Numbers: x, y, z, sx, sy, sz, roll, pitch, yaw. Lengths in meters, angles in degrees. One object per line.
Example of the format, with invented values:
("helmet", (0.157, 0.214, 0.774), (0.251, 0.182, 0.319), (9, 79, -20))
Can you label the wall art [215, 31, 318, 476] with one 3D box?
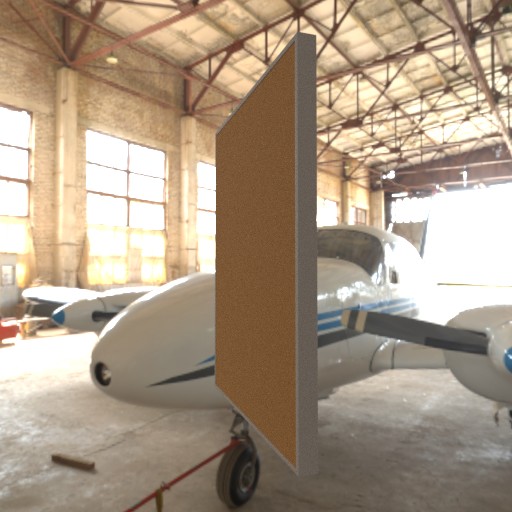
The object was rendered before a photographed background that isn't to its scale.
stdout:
("wall art", (0.000, 0.000, 1.058), (0.055, 0.763, 0.611), (1, -2, -19))
